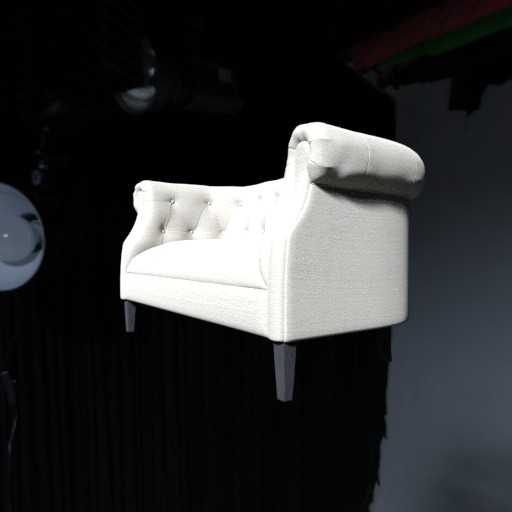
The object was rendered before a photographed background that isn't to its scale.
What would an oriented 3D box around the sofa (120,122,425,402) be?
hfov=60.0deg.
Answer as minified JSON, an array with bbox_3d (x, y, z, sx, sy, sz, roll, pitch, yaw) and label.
[{"bbox_3d":[0.000,0.000,2.058,0.835,0.827,1.558,0,1,-35],"label":"sofa"}]
